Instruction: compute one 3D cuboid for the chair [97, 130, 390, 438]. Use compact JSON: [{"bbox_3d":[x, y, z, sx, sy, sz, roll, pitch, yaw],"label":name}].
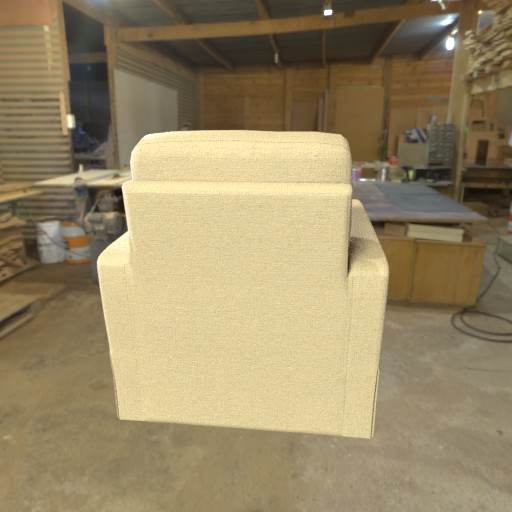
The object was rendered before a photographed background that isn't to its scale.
[{"bbox_3d":[0.000,0.000,1.515,0.755,0.827,0.888,2,16,7],"label":"chair"}]
